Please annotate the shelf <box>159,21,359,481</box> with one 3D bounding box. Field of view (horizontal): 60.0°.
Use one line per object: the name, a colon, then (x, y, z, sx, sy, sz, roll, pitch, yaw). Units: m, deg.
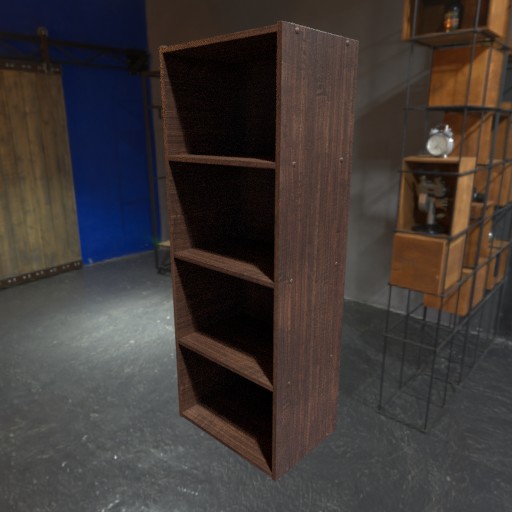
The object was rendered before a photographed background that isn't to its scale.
shelf: (0.000, 0.000, 1.255, 0.415, 1.099, 0.290, 14, 21, 41)
